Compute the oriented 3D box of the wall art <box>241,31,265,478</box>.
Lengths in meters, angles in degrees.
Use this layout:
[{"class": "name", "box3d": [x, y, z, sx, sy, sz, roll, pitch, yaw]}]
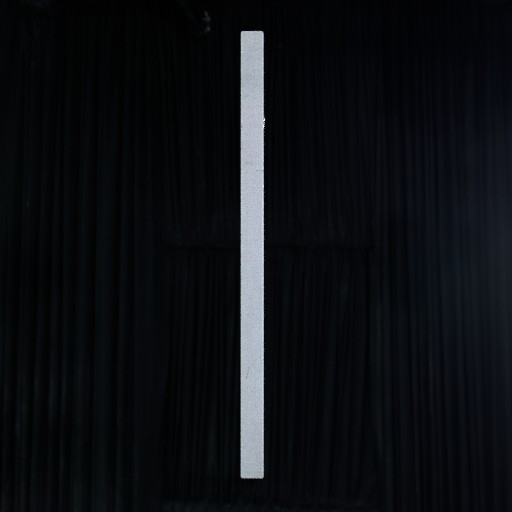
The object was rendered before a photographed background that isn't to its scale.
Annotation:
[{"class": "wall art", "box3d": [0.000, 0.000, 1.135, 0.041, 0.762, 0.762, 0, -1, 1]}]
